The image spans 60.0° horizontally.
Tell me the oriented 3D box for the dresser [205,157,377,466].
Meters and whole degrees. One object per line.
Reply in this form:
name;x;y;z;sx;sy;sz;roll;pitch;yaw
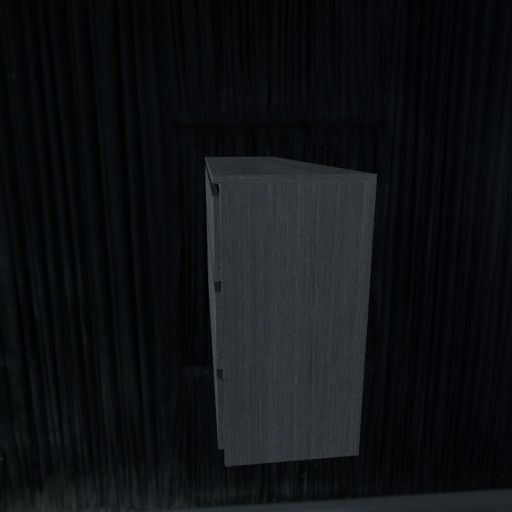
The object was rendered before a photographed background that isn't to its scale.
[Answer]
dresser;0.000;0.000;1.918;0.400;0.795;1.590;-2;14;-7
